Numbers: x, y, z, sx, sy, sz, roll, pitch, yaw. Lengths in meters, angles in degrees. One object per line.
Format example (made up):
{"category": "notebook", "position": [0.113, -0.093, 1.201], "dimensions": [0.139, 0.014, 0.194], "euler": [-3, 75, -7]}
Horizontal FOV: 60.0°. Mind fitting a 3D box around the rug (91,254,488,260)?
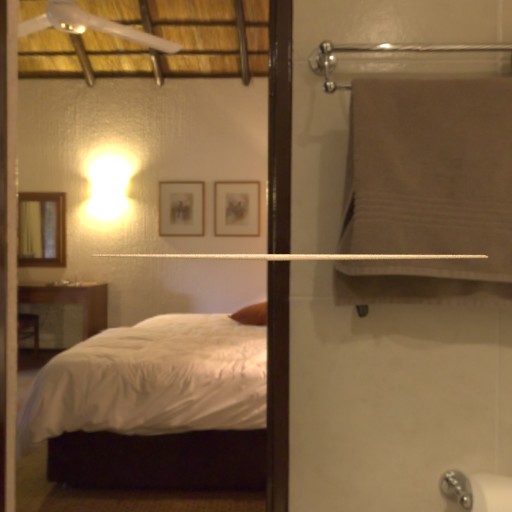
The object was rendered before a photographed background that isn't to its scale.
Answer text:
{"category": "rug", "position": [0.000, 0.000, 3.519], "dimensions": [1.819, 0.018, 2.746], "euler": [0, 0, -35]}
